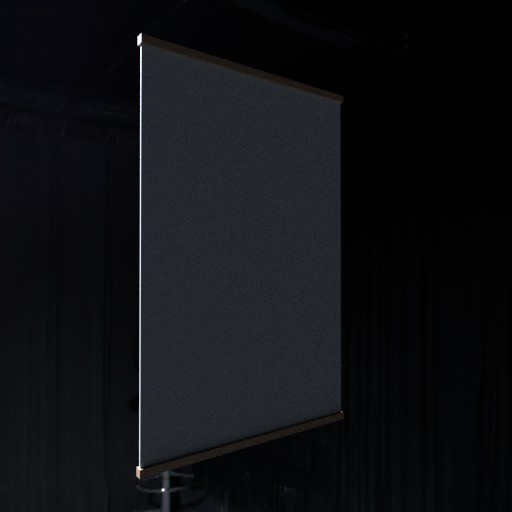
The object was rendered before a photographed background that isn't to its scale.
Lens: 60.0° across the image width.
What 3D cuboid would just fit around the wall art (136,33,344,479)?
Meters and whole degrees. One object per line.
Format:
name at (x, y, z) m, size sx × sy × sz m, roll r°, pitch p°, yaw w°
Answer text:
wall art at (0.000, 0.000, 1.811) m, size 0.990 × 1.519 × 0.030 m, roll 0°, pitch -1°, yaw -36°
